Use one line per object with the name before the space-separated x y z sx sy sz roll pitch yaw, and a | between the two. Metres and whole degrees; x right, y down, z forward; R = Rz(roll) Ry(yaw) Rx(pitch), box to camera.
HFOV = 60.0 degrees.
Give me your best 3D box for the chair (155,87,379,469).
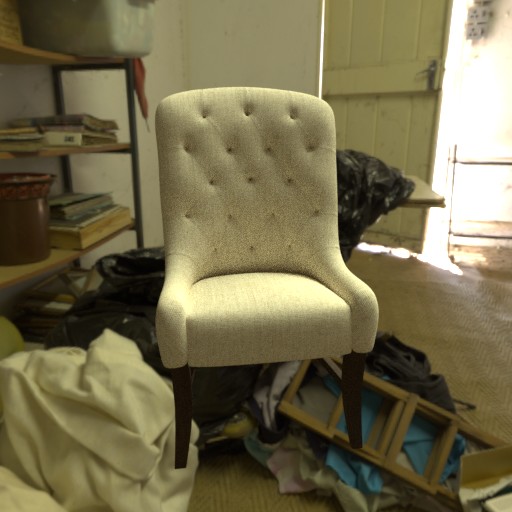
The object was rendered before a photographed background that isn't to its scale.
chair | 0.000 0.000 1.474 0.634 1.091 0.629 -3 17 -8
